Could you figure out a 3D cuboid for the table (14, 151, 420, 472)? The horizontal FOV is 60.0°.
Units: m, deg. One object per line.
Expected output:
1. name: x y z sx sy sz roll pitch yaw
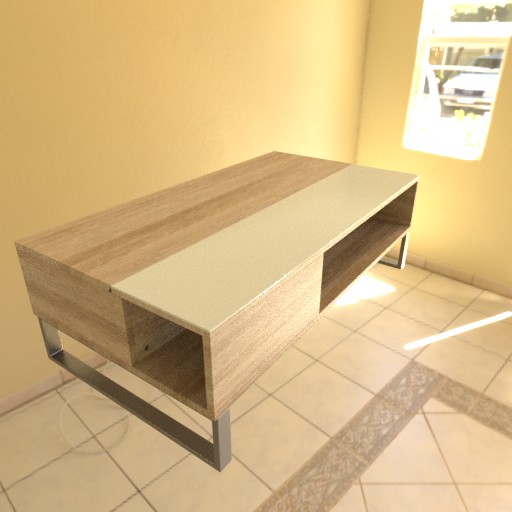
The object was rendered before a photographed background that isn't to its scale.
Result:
1. table: 0.000 0.000 1.355 0.600 0.350 1.100 18 32 31
